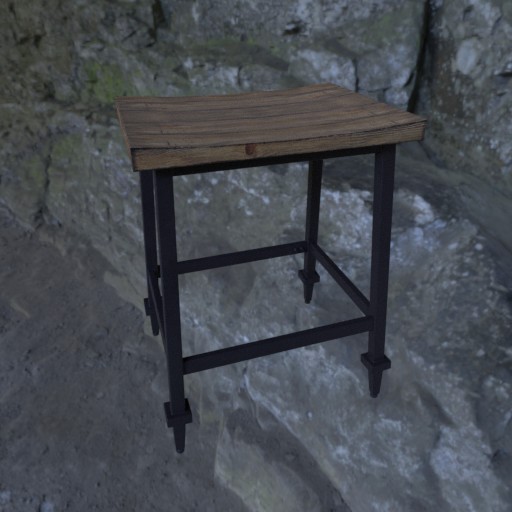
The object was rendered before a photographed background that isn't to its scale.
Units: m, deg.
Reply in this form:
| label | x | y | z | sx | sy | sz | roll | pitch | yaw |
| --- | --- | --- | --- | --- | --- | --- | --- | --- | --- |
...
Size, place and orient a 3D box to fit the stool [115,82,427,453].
| label | x | y | z | sx | sy | sz | roll | pitch | yaw |
| --- | --- | --- | --- | --- | --- | --- | --- | --- | --- |
| stool | 0.000 | 0.000 | 0.954 | 0.486 | 0.625 | 0.405 | -10 | 32 | -16 |
